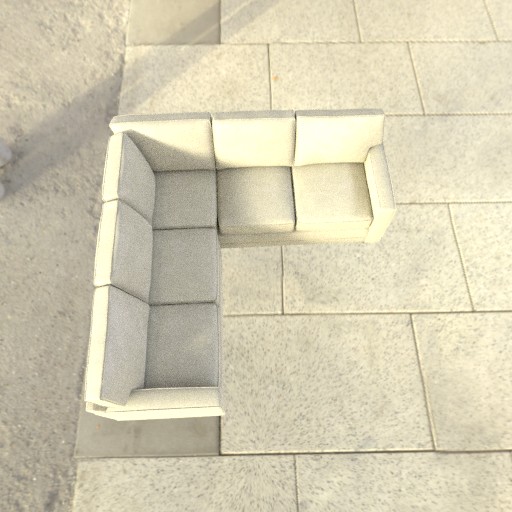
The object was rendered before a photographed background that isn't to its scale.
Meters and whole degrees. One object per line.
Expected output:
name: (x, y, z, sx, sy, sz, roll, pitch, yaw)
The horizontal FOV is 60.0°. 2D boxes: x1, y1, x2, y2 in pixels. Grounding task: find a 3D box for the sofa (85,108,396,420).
sofa: (0.000, 0.000, 3.370, 2.211, 0.936, 2.188, -3, 66, -1)
